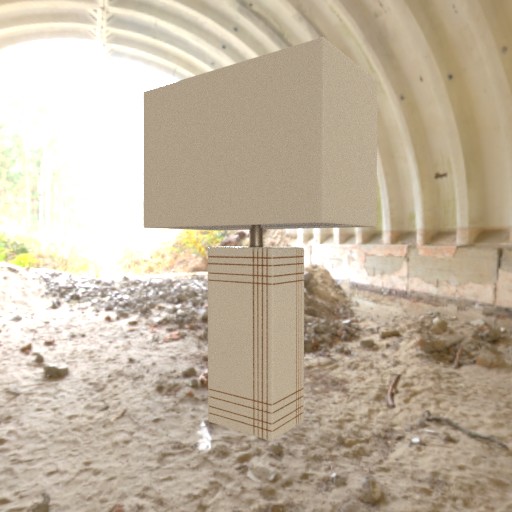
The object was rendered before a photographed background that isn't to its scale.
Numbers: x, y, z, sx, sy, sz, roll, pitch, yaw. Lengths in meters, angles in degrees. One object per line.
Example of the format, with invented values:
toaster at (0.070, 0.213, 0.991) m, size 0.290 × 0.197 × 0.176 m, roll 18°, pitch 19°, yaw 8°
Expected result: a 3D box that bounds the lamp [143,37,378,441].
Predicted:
lamp at (0.000, 0.000, 0.716) m, size 0.334 × 0.543 × 0.182 m, roll 1°, pitch 2°, yaw 36°
